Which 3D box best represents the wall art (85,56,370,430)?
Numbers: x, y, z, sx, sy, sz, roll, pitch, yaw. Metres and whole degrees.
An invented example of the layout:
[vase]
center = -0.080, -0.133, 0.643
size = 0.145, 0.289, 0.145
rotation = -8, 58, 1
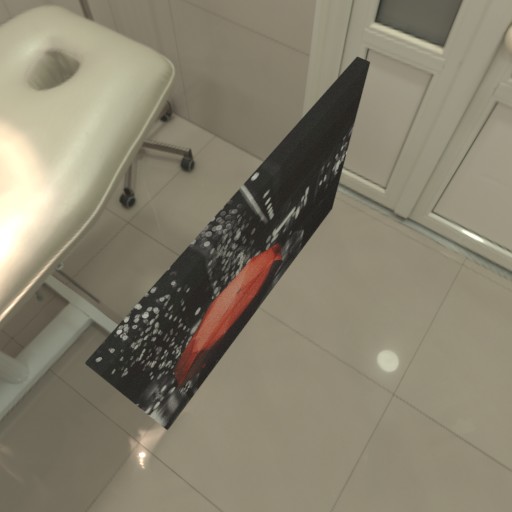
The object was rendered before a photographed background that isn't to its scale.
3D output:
[wall art]
center = 0.000, 0.000, 1.154
size = 0.038, 0.609, 0.914
rotation = 31, 65, 16
